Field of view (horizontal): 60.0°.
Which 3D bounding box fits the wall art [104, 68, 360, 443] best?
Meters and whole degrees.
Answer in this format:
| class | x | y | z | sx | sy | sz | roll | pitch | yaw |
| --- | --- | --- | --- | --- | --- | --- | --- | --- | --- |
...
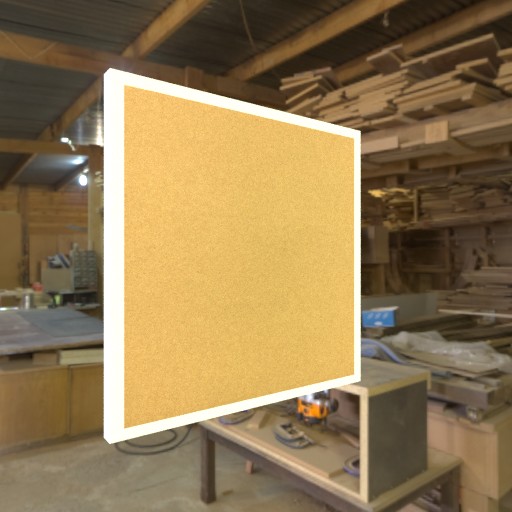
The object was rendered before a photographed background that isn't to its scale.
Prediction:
| class | x | y | z | sx | sy | sz | roll | pitch | yaw |
| --- | --- | --- | --- | --- | --- | --- | --- | --- | --- |
| wall art | 0.000 | 0.000 | 1.139 | 0.763 | 0.761 | 0.038 | 0 | 0 | -36 |
